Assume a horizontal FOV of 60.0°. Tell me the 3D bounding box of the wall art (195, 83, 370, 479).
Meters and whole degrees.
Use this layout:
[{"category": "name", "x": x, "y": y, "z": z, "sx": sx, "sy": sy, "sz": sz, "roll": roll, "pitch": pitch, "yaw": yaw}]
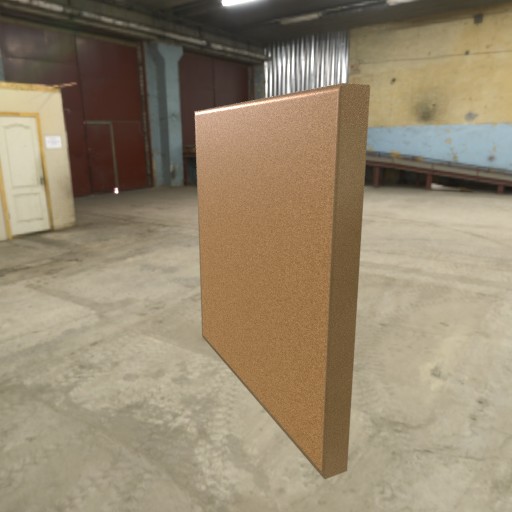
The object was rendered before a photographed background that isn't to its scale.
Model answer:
[{"category": "wall art", "x": 0.000, "y": 0.000, "z": 0.776, "sx": 0.038, "sy": 0.511, "sz": 0.513, "roll": -7, "pitch": 16, "yaw": -25}]
